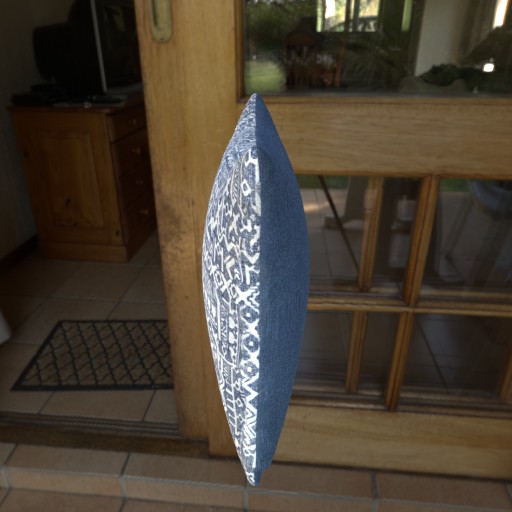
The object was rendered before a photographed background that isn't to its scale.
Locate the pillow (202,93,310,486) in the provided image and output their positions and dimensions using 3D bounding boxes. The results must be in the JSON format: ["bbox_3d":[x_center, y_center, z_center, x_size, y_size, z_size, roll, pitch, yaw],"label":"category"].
[{"bbox_3d":[0.000,0.000,0.773,0.180,0.487,0.546,0,26,0],"label":"pillow"}]
